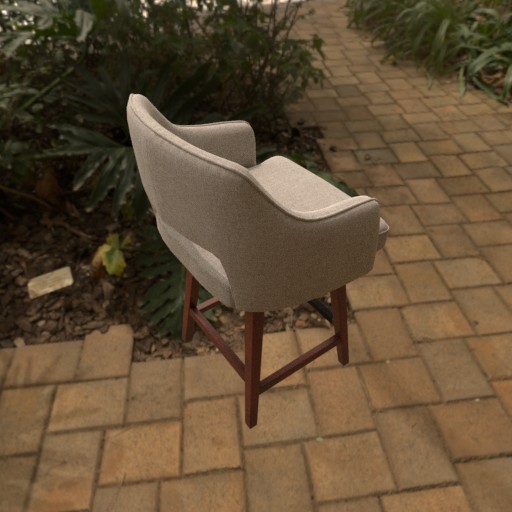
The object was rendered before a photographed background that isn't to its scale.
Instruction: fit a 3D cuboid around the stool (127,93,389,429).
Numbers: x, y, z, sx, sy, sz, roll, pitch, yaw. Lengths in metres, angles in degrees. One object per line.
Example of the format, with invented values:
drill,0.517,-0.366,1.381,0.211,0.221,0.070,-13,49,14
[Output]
stool,0.000,0.000,1.315,0.558,0.944,0.599,-25,46,-26
